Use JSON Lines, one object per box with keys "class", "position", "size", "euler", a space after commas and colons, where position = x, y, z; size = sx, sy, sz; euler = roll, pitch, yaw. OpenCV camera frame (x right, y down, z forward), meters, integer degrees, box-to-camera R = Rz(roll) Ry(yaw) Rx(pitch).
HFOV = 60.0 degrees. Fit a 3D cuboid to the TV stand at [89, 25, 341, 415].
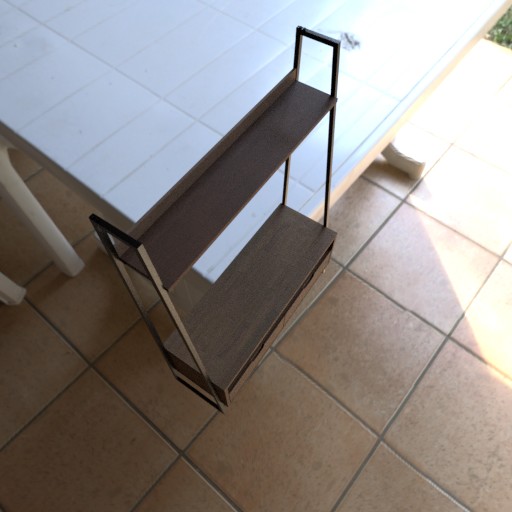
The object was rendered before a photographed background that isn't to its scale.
{"class": "TV stand", "position": [0.000, 0.000, 2.340], "size": [0.432, 1.772, 1.250], "euler": [30, 63, 17]}
